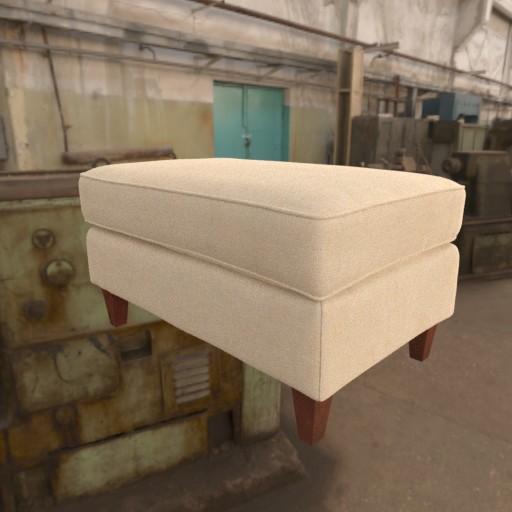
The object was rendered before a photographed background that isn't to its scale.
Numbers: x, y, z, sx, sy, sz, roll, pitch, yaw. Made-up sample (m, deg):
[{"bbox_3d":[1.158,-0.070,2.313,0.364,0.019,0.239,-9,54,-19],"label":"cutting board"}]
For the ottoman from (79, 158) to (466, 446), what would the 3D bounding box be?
[{"bbox_3d":[0.000,0.000,1.179,0.862,0.484,0.583,15,22,43],"label":"ottoman"}]
